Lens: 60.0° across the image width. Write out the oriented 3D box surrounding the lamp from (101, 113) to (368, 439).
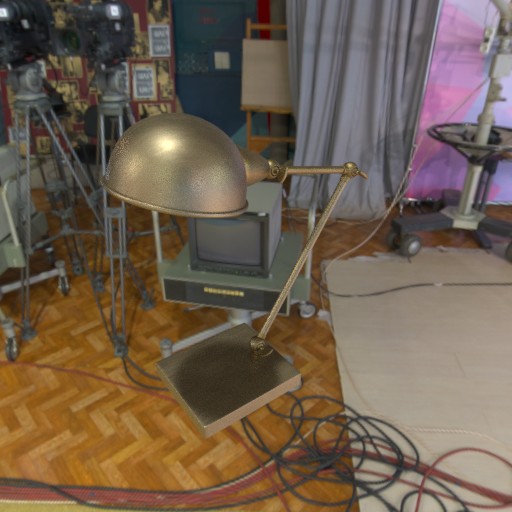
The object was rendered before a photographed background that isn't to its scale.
[{"bbox_3d":[0.000,0.000,0.555,0.339,0.371,0.149,-20,36,-31],"label":"lamp"}]
